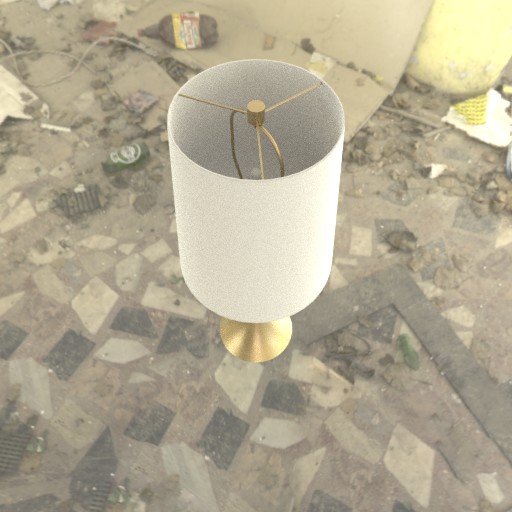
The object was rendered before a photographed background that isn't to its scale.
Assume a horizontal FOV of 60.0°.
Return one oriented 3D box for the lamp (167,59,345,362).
[{"bbox_3d":[0.000,0.000,0.684,0.231,0.569,0.231,0,58,0],"label":"lamp"}]
